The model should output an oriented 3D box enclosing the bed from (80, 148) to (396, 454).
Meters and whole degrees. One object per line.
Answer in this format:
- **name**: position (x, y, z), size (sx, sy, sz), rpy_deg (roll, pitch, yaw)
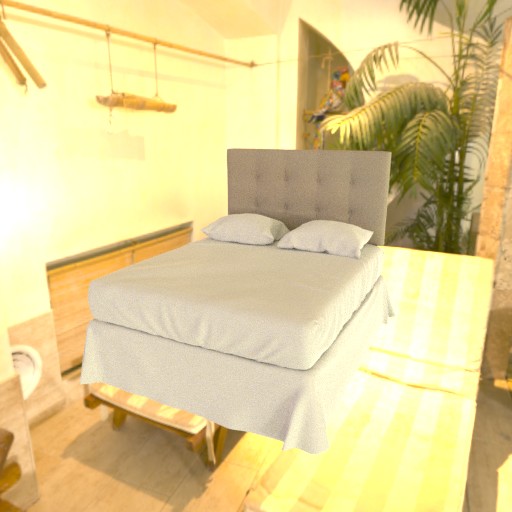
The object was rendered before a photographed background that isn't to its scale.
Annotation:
- **bed**: position (0.000, 0.000, 3.528), size (1.936, 1.577, 2.222), rpy_deg (8, 18, 26)
